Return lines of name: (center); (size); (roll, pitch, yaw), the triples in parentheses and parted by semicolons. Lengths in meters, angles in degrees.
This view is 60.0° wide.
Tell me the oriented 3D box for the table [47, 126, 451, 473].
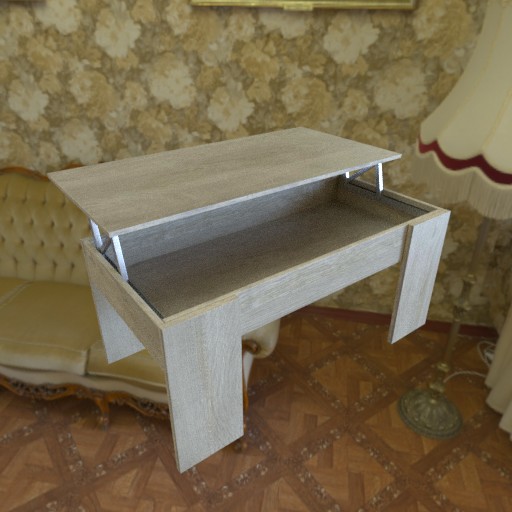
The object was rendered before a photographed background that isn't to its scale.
table: (0.000, 0.000, 1.449); (1.000, 0.570, 0.711); (-20, 35, -32)
